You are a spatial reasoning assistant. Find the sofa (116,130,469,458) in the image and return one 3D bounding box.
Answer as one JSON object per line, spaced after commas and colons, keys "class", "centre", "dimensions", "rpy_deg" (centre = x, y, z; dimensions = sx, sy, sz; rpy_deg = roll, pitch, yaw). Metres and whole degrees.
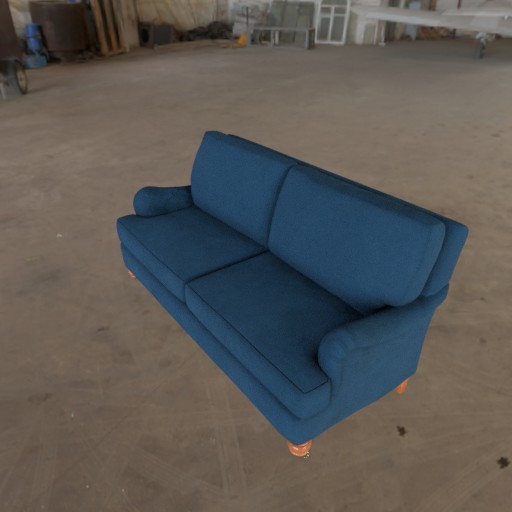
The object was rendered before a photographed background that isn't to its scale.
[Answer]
{"class": "sofa", "centre": [0.000, 0.000, 2.807], "dimensions": [1.084, 1.101, 2.141], "rpy_deg": [-21, 36, -31]}
